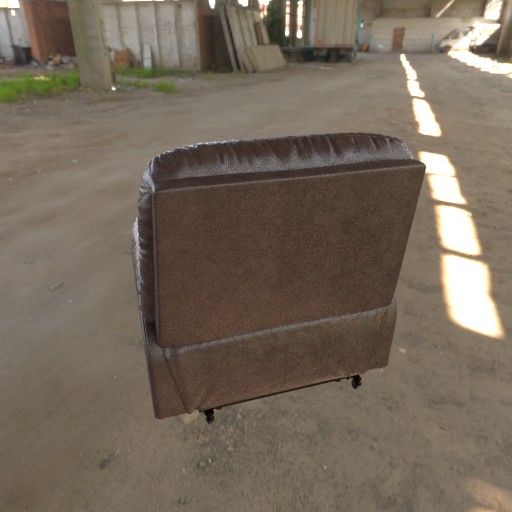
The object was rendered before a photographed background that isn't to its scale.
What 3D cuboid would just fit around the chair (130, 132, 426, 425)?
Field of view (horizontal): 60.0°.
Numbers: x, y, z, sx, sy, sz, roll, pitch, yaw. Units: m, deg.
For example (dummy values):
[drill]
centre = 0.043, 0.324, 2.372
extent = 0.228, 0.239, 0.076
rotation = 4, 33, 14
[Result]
[chair]
centre = 0.000, 0.000, 1.745
extent = 0.940, 1.041, 0.879
rotation = -8, 28, -16
